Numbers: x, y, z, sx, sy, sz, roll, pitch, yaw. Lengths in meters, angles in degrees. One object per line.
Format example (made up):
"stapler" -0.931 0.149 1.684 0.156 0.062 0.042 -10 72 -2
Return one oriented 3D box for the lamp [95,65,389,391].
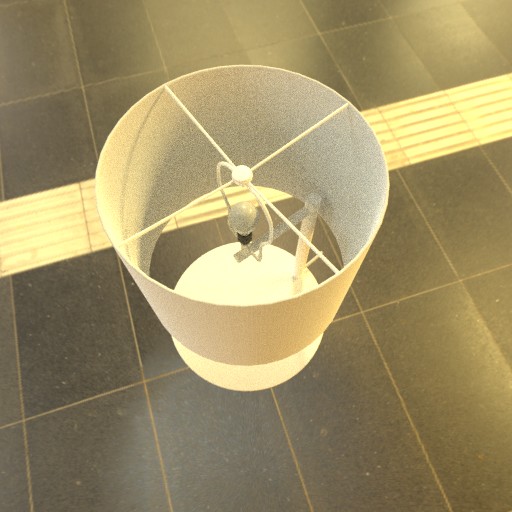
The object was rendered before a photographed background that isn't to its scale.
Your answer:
"lamp" 0.000 0.000 0.662 0.341 0.454 0.299 -35 69 -15
